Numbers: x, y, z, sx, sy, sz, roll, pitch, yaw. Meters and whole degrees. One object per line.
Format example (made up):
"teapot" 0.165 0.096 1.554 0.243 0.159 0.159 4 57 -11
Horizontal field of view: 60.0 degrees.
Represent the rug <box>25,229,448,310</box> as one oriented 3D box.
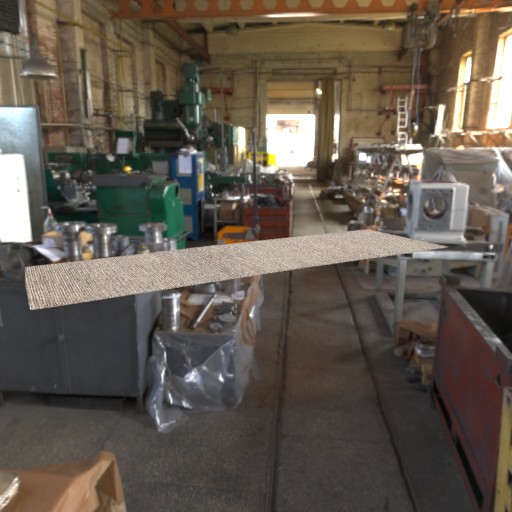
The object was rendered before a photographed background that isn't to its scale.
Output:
"rug" 0.000 0.000 2.517 2.335 0.013 0.697 -7 16 -27
